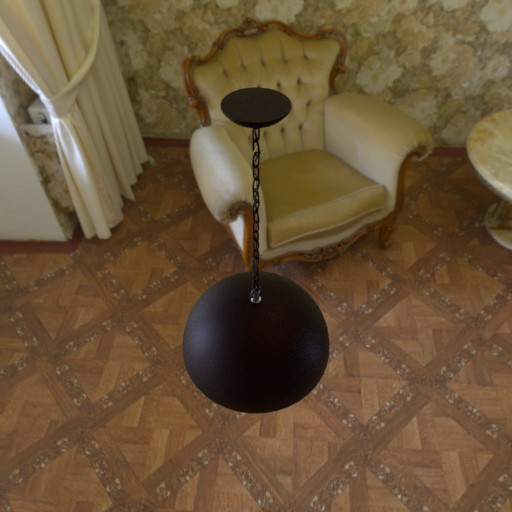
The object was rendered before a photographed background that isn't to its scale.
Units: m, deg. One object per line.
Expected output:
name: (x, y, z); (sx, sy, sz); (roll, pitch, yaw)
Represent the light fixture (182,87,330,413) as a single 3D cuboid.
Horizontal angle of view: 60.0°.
light fixture: (0.000, 0.000, 1.183); (0.492, 0.869, 0.492); (-33, 55, -27)
